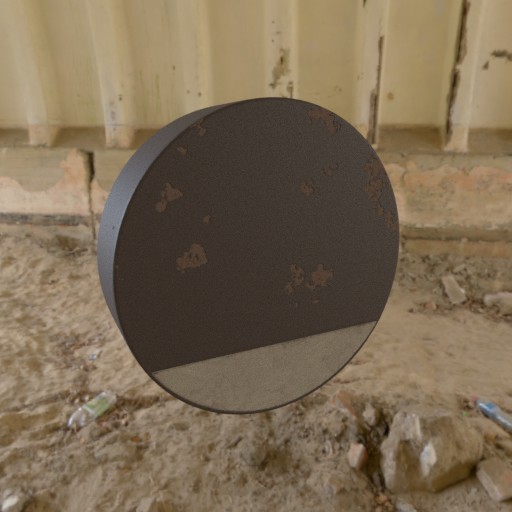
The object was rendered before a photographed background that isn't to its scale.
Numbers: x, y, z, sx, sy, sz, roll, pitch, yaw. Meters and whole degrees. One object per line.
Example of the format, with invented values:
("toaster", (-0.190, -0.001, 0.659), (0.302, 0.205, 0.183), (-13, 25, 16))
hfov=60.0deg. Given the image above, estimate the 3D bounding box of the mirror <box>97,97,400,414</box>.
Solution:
("mirror", (0.000, 0.000, 0.583), (0.386, 0.386, 0.126), (-7, 16, -26))
